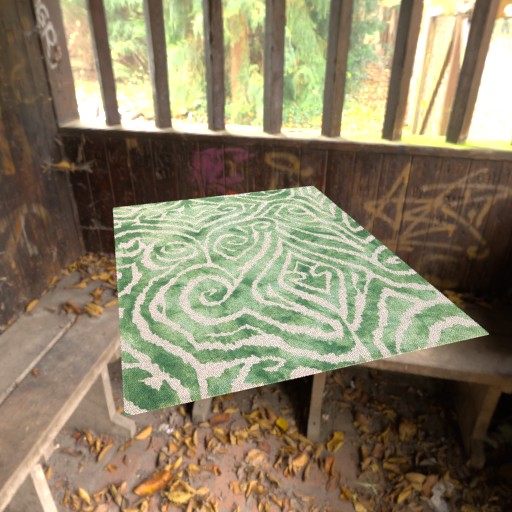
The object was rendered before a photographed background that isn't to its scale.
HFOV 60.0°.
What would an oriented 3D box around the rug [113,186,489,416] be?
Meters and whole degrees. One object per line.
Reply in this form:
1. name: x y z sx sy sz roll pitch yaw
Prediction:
1. rug: 0.000 0.000 4.020 2.436 0.007 3.045 -8 30 -15
